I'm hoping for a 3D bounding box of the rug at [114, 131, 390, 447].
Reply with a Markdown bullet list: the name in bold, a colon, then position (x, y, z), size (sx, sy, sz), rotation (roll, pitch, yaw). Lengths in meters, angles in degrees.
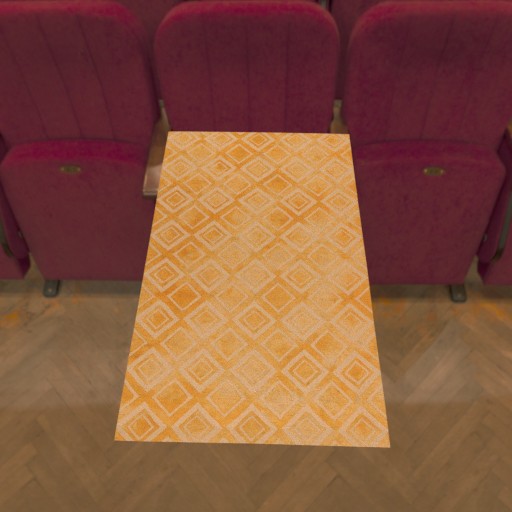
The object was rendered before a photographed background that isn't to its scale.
- **rug**: position (0.000, 0.000, 3.060), size (1.511, 0.010, 2.424), rotation (1, 58, 1)
